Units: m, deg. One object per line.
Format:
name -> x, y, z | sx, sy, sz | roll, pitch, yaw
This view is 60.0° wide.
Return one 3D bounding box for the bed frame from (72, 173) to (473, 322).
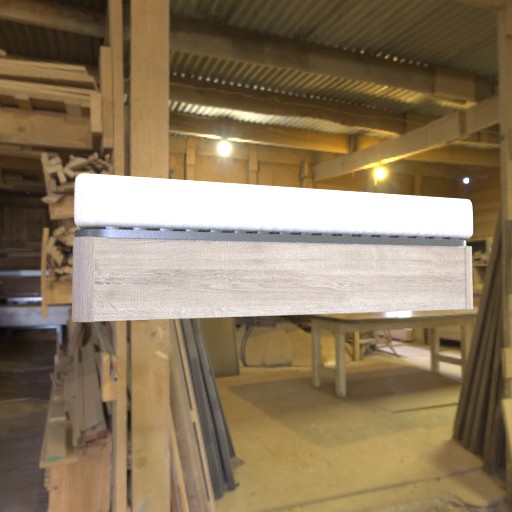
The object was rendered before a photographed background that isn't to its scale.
bed frame -> 0.000, 0.000, 2.587 | 1.900, 0.561, 1.400 | 1, -2, -19
